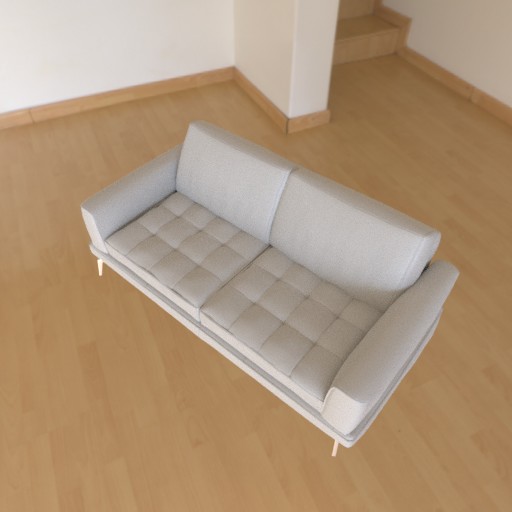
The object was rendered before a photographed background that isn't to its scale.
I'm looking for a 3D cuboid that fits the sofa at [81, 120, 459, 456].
[{"bbox_3d":[0.000,0.000,2.770,2.177,0.930,1.121,32,55,26],"label":"sofa"}]
